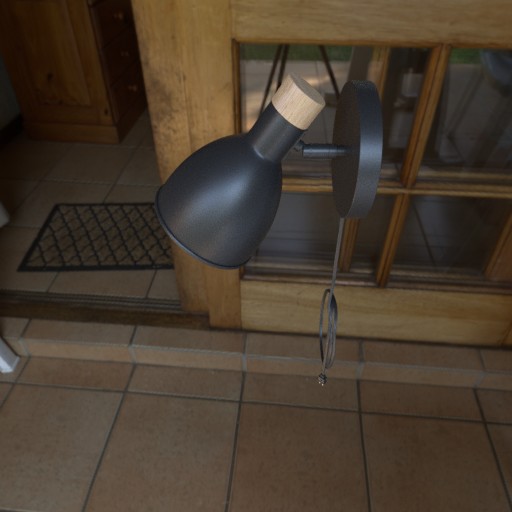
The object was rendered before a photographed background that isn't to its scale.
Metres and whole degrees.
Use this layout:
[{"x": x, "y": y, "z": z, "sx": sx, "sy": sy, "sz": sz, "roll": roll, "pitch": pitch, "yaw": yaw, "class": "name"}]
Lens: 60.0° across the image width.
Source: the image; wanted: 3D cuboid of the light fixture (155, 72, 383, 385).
[{"x": 0.000, "y": 0.000, "z": 0.502, "sx": 0.203, "sy": 0.401, "sz": 0.127, "roll": 0, "pitch": 41, "yaw": 0, "class": "light fixture"}]
